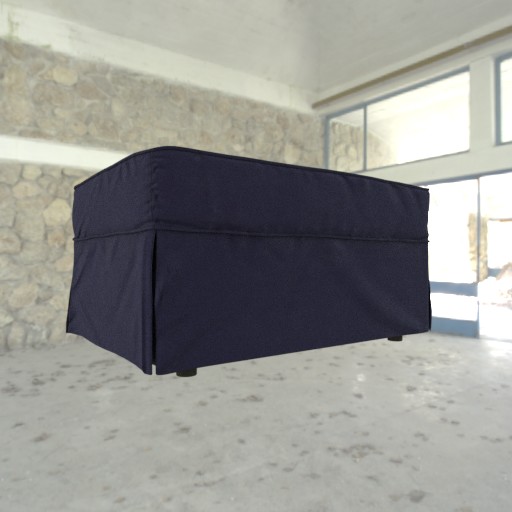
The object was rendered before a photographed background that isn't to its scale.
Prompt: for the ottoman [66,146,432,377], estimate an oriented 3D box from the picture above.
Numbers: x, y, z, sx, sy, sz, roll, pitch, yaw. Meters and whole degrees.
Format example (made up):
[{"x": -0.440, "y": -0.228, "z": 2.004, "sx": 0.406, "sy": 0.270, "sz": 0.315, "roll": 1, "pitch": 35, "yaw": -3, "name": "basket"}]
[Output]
[{"x": 0.000, "y": 0.000, "z": 1.332, "sx": 0.938, "sy": 0.503, "sz": 0.637, "roll": 0, "pitch": -1, "yaw": -36, "name": "ottoman"}]
